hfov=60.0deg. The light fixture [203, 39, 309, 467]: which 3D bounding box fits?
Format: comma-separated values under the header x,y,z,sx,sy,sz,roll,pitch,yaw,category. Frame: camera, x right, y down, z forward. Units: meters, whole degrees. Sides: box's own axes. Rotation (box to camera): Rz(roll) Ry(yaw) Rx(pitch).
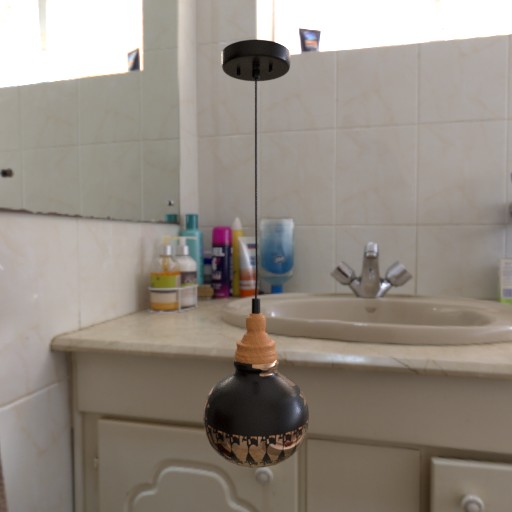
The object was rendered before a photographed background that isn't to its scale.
x,y,z,sx,sy,sz,roll,pitch,yaw,category
0.000,0.000,1.795,0.430,1.606,0.430,0,2,16,light fixture
